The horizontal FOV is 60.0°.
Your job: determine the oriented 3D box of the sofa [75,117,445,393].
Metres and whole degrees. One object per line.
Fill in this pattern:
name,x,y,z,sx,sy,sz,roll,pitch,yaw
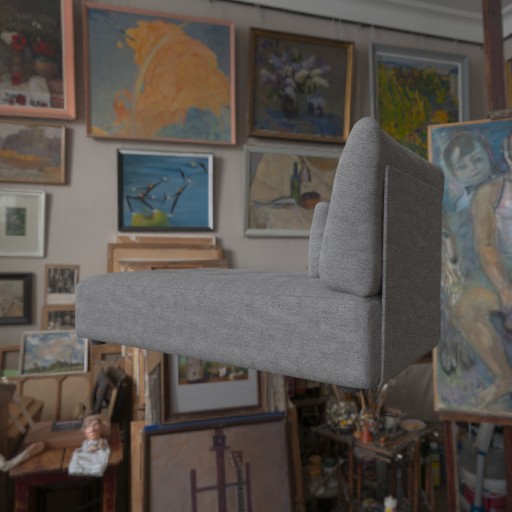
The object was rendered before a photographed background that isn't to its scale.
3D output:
sofa,0.000,0.000,2.022,1.450,0.820,0.930,0,0,35
